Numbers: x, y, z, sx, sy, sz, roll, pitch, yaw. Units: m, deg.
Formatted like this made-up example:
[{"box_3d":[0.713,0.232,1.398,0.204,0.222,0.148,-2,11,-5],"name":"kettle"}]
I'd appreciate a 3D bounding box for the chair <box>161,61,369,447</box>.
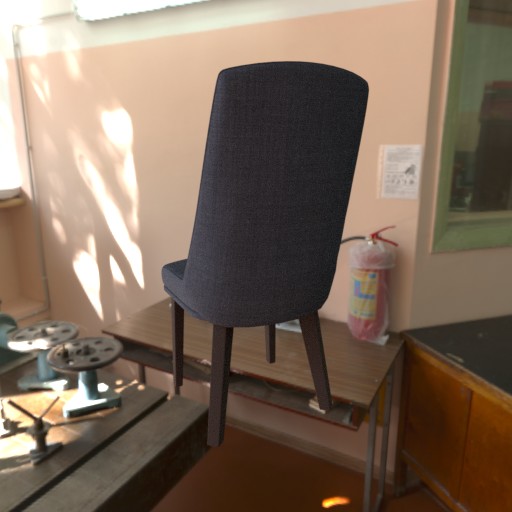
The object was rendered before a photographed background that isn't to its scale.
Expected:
[{"box_3d":[0.000,0.000,1.398,0.510,1.050,0.577,-7,15,-27],"name":"chair"}]
